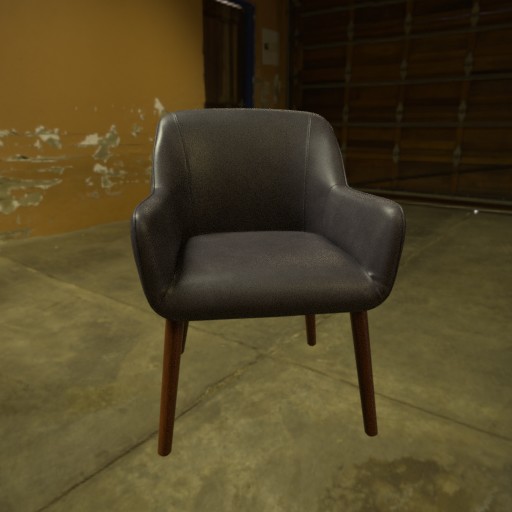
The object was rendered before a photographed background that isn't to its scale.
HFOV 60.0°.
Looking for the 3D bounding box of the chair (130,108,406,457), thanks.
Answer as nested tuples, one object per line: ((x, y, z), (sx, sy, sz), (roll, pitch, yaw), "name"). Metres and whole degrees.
((0.000, 0.000, 1.263), (0.610, 0.828, 0.610), (-2, 15, -8), "chair")
